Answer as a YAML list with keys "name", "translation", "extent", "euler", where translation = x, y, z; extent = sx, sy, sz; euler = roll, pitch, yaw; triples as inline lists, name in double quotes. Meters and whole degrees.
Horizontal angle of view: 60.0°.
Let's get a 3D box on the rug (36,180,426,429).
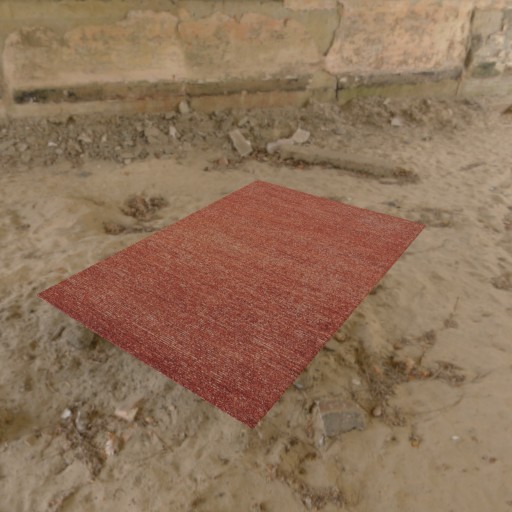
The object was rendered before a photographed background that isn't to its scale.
- name: "rug"
  translation: [0.000, 0.000, 5.289]
  extent: [2.803, 0.025, 3.965]
  euler: [21, 37, 30]
